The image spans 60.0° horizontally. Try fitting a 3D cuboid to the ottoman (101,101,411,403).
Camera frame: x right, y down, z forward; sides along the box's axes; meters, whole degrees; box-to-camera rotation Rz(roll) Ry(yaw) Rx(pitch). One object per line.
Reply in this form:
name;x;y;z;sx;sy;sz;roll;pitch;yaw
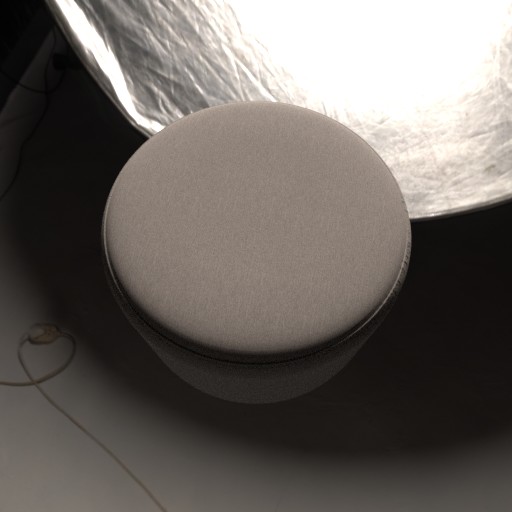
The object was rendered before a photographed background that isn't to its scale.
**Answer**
ottoman;0.000;0.000;1.015;0.608;0.433;0.608;0;64;0
